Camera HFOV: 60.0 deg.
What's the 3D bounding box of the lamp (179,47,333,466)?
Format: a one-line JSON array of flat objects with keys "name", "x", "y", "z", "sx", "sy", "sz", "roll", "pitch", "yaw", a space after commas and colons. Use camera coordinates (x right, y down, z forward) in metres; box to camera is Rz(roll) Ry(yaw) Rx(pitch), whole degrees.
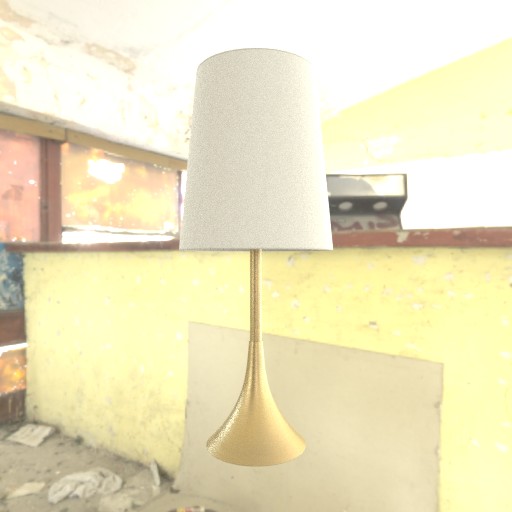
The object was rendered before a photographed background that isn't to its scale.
[{"name": "lamp", "x": 0.000, "y": 0.000, "z": 0.674, "sx": 0.231, "sy": 0.569, "sz": 0.231, "roll": 0, "pitch": 0, "yaw": 0}]
